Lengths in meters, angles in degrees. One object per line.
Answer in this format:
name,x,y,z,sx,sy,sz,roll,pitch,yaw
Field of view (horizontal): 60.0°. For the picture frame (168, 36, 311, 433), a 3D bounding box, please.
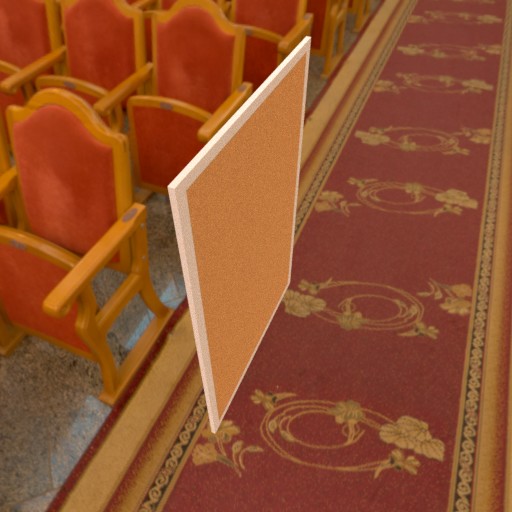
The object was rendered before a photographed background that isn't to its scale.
picture frame,0.000,0.000,1.229,0.013,0.940,0.659,17,49,16
